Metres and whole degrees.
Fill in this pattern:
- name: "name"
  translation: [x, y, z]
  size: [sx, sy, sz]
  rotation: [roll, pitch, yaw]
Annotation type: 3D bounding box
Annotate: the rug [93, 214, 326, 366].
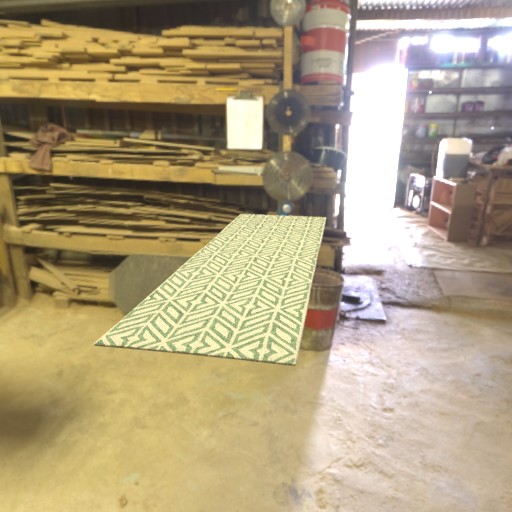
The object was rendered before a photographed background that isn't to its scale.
- name: "rug"
  translation: [0.000, 0.000, 2.707]
  size: [0.750, 0.009, 2.435]
  rotation: [3, 17, 11]
